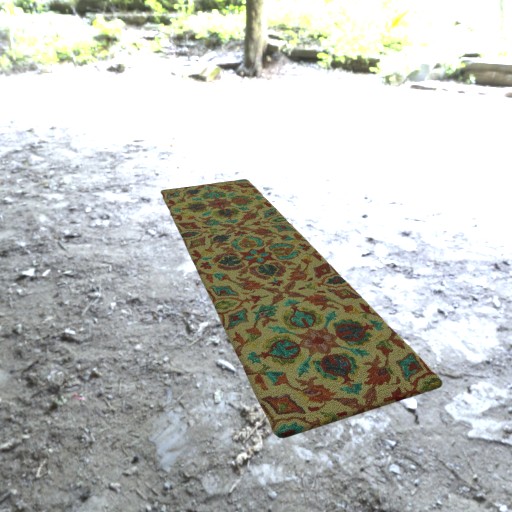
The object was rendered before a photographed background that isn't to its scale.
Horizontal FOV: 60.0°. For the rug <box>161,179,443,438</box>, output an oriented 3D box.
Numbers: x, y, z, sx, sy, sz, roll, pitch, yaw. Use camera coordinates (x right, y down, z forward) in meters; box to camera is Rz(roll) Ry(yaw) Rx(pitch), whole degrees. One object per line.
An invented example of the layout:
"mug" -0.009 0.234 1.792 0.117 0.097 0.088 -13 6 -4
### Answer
"rug" 0.000 0.000 2.480 0.693 0.016 2.273 -11 32 -17
